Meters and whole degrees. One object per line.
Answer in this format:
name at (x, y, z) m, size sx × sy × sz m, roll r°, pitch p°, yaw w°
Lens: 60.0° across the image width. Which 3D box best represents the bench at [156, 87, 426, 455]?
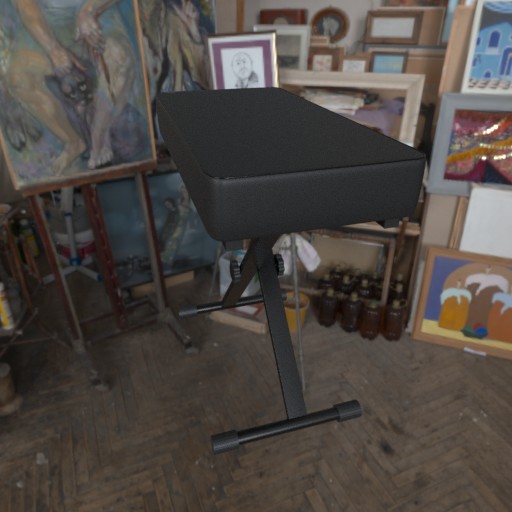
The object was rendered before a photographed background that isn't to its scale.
bench at (0.000, 0.000, 0.911) m, size 0.300 × 0.561 × 0.600 m, roll -8°, pitch 30°, yaw -15°
